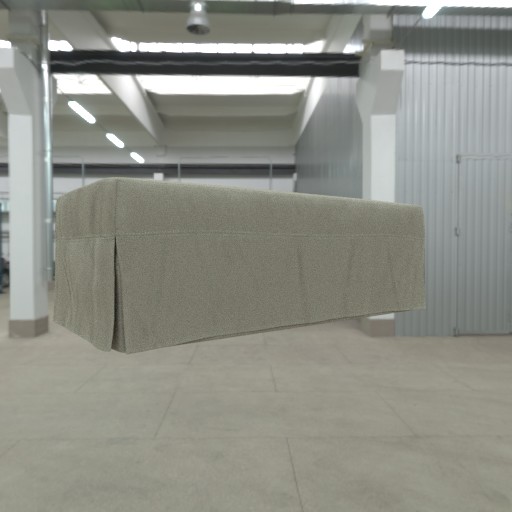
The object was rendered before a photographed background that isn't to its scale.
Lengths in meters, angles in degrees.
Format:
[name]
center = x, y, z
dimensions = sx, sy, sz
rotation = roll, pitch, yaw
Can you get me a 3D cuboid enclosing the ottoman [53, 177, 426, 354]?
[ottoman]
center = 0.000, 0.000, 1.743
dimensions = 1.388, 0.457, 0.665
rotation = -1, 2, -37
